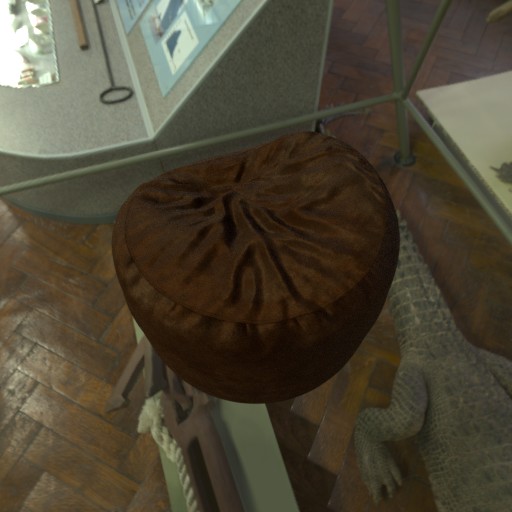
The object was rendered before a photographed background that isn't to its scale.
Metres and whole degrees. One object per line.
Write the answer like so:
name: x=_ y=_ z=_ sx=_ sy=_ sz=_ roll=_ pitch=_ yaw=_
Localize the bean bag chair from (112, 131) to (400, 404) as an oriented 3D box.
bean bag chair: x=0.000 y=0.000 z=1.551 sx=0.918 sy=0.616 sz=0.918 roll=0 pitch=57 yaw=0
